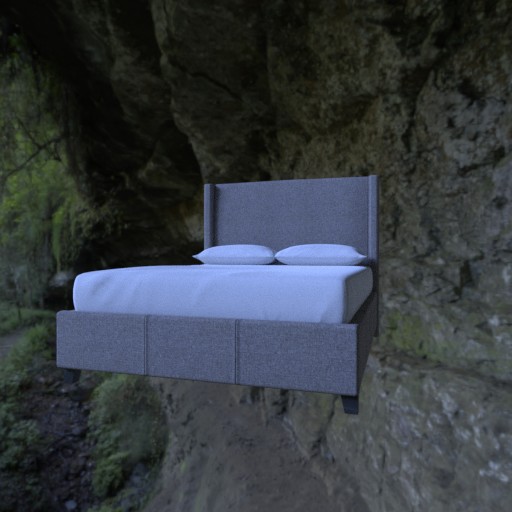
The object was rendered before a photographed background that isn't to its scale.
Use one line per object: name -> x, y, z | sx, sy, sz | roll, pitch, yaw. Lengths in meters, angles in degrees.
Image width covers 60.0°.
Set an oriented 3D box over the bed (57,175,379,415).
bed -> 0.000, 0.000, 3.357 | 1.714, 1.476, 2.245 | 0, 0, 18
